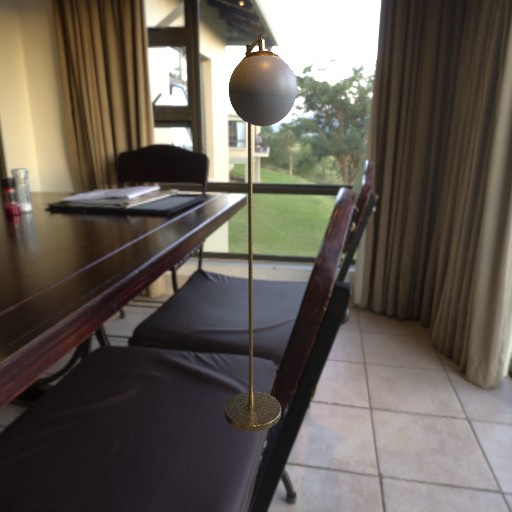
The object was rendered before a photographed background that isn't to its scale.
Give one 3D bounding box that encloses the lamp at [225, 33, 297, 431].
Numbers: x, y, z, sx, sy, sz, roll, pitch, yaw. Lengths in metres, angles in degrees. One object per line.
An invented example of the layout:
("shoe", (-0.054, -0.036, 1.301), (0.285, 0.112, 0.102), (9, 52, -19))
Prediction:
("lamp", (0.000, 0.000, 1.674), (0.249, 1.505, 0.476), (-3, 16, -9))
